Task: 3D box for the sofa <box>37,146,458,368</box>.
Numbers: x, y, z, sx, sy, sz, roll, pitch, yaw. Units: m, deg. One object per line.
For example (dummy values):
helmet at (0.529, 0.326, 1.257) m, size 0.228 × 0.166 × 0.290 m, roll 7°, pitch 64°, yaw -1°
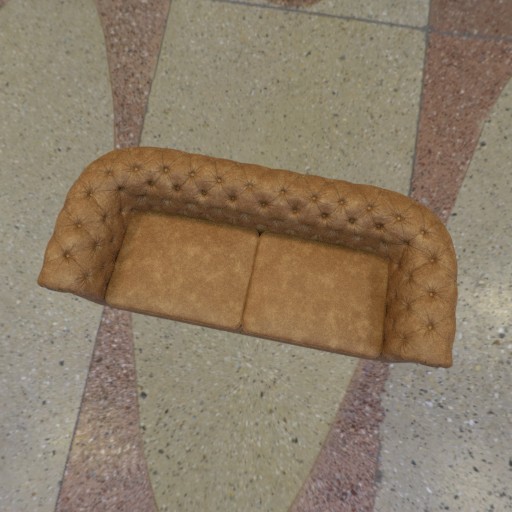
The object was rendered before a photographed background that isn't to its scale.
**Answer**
sofa at (0.000, 0.000, 2.824) m, size 2.365 × 0.760 × 0.989 m, roll 11°, pitch 76°, yaw 3°
